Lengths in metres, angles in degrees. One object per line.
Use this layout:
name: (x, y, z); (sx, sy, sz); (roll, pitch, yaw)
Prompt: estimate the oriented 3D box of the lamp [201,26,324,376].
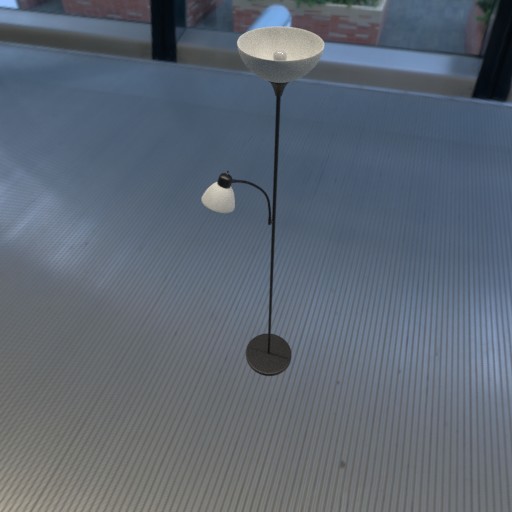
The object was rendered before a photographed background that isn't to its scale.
lamp: (0.000, 0.000, 1.980); (0.442, 1.804, 0.279); (-21, 50, -19)
